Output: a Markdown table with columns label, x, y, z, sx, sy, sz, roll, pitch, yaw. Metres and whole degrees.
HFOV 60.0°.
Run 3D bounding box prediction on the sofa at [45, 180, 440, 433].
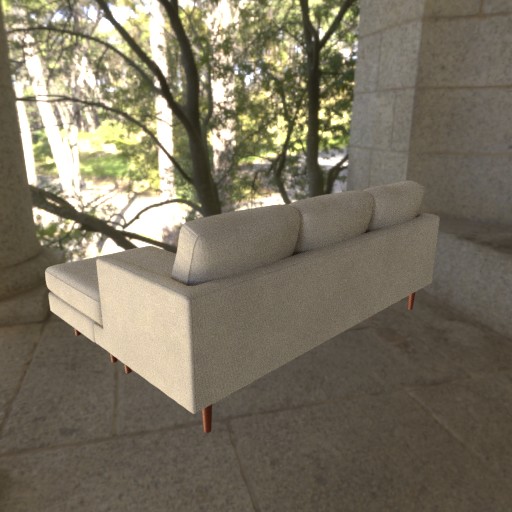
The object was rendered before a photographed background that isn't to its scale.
| label | x | y | z | sx | sy | sz | roll | pitch | yaw |
| --- | --- | --- | --- | --- | --- | --- | --- | --- | --- |
| sofa | 0.000 | 0.000 | 2.975 | 2.233 | 0.956 | 1.504 | -16 | 23 | -43 |
